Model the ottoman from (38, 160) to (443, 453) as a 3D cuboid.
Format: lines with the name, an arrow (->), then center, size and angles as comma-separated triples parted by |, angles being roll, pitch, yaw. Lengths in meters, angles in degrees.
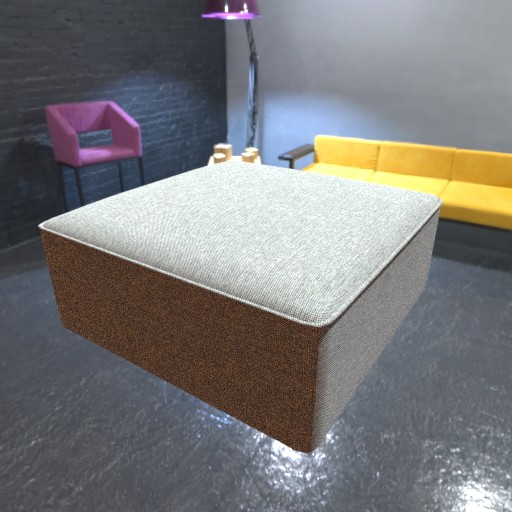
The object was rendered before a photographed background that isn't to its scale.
ottoman -> 0.000, 0.000, 1.573 | 1.005, 0.455, 1.005 | 16, 30, 30
